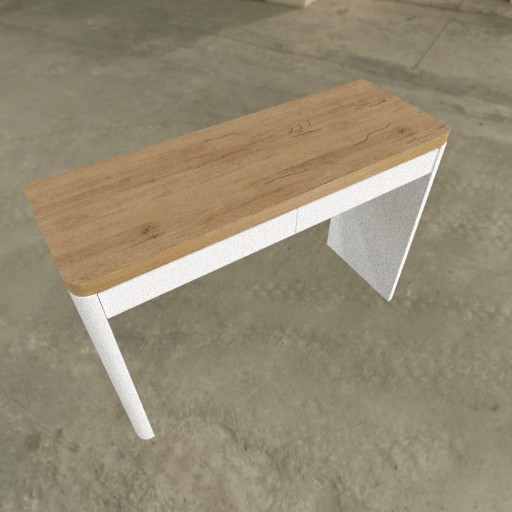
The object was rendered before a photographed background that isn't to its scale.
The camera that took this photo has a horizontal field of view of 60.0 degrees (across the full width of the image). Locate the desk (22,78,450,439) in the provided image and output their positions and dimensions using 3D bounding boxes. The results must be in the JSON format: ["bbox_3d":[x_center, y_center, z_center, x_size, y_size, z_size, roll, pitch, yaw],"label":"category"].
[{"bbox_3d":[0.000,0.000,1.439,1.100,0.760,0.390,-25,51,-22],"label":"desk"}]
